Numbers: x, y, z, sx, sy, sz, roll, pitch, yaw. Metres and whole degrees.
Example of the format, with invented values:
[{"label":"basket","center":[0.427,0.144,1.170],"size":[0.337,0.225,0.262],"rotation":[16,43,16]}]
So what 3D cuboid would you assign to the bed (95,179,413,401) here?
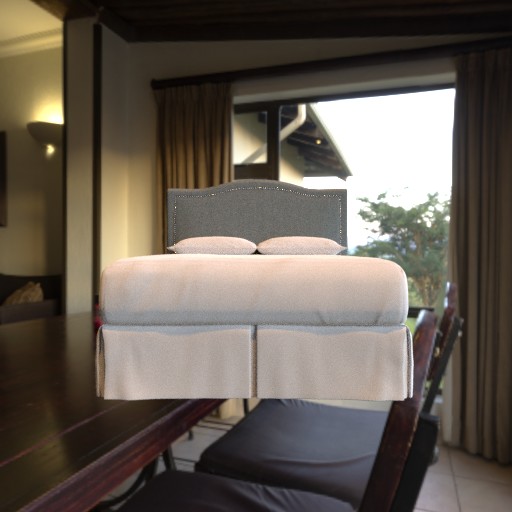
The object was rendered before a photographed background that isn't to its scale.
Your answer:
[{"label":"bed","center":[0.000,0.000,3.306],"size":[1.753,1.460,2.143],"rotation":[0,1,1]}]
